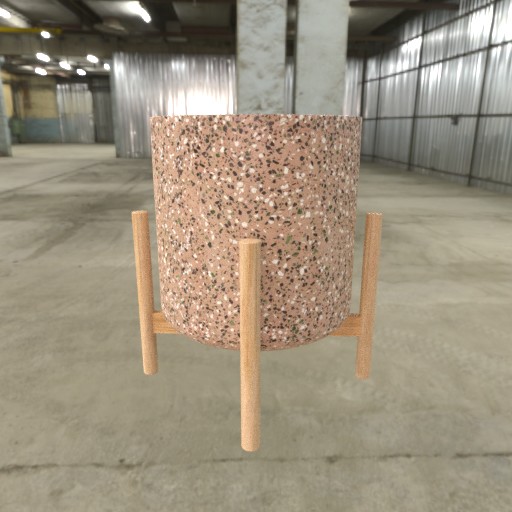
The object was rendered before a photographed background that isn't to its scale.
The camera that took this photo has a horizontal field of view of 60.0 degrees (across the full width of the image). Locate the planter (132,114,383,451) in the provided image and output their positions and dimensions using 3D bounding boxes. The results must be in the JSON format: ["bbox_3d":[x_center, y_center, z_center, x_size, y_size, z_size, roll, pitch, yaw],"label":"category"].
[{"bbox_3d":[0.000,0.000,0.704,0.360,0.419,0.360,7,17,24],"label":"planter"}]
